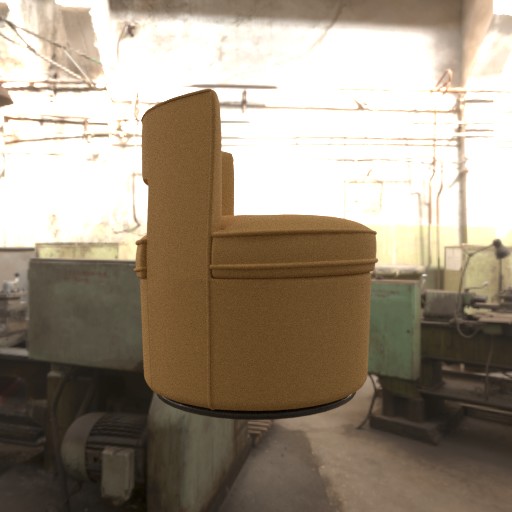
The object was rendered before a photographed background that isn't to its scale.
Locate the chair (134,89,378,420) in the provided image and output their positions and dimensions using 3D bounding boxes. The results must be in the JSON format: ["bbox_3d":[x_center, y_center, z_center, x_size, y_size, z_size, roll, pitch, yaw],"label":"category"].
[{"bbox_3d":[0.000,0.000,1.243,0.665,0.723,0.650,0,0,0],"label":"chair"}]
